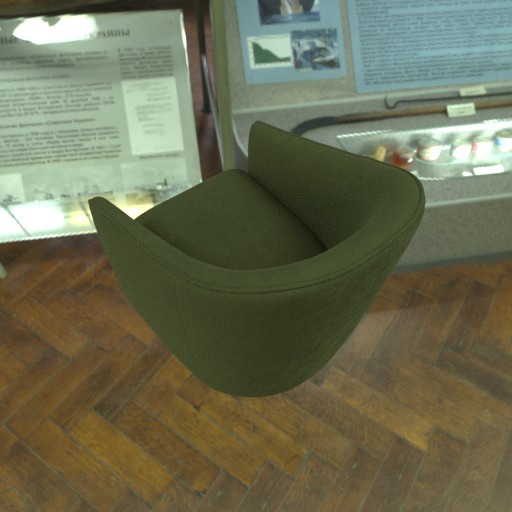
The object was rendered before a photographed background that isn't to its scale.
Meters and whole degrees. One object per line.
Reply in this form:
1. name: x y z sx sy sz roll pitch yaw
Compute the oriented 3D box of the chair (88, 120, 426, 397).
1. chair: 0.000 0.000 1.456 0.747 0.799 0.875 -33 56 -26
